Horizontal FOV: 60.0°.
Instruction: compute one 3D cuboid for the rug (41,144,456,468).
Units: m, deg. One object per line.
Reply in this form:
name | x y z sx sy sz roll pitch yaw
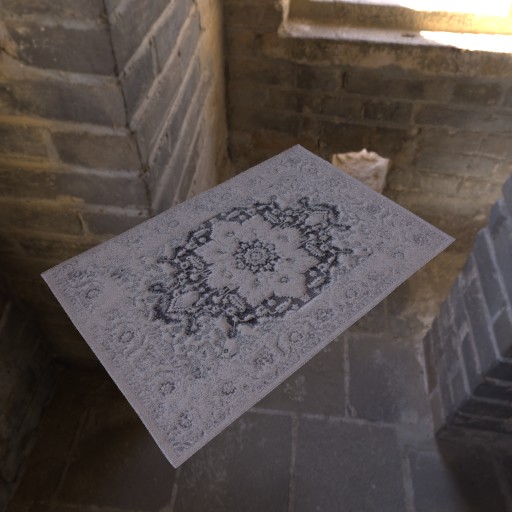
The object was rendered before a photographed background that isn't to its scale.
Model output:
rug | 0.000 0.000 2.313 1.813 0.008 1.223 -32 54 -27
